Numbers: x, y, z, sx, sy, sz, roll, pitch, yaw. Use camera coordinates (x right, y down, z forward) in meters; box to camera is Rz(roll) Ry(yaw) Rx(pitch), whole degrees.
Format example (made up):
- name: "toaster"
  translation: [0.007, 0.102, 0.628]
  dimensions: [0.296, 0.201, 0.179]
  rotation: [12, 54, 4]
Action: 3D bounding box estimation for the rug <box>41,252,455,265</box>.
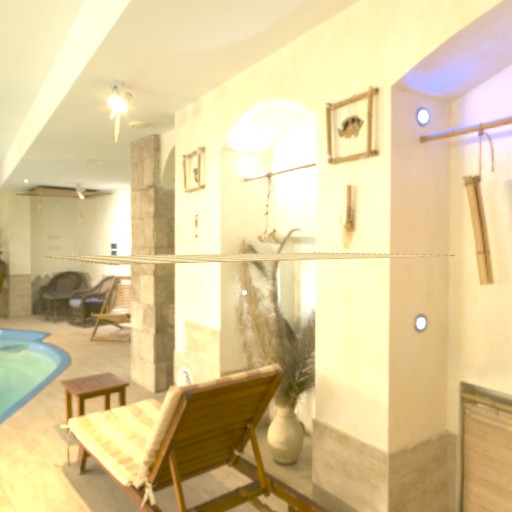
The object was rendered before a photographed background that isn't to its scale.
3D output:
- name: "rug"
  translation: [0.000, 0.000, 2.552]
  dimensions: [2.084, 0.009, 1.222]
  rotation: [-1, 2, -35]
